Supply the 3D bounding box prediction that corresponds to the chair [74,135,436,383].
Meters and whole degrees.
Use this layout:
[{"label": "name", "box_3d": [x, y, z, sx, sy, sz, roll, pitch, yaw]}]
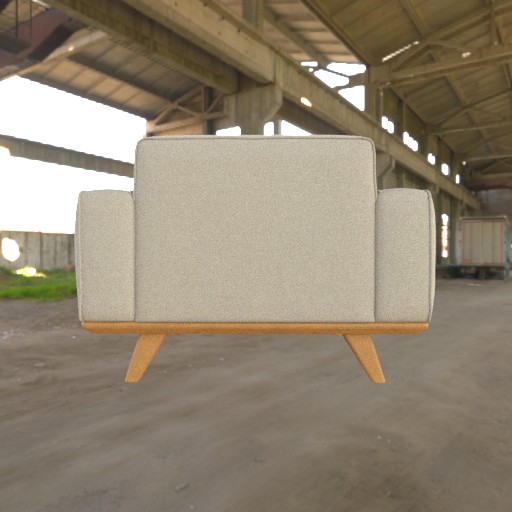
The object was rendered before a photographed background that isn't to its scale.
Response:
[{"label": "chair", "box_3d": [0.000, 0.000, 1.777, 1.115, 0.779, 0.953, 0, 1, 1]}]
